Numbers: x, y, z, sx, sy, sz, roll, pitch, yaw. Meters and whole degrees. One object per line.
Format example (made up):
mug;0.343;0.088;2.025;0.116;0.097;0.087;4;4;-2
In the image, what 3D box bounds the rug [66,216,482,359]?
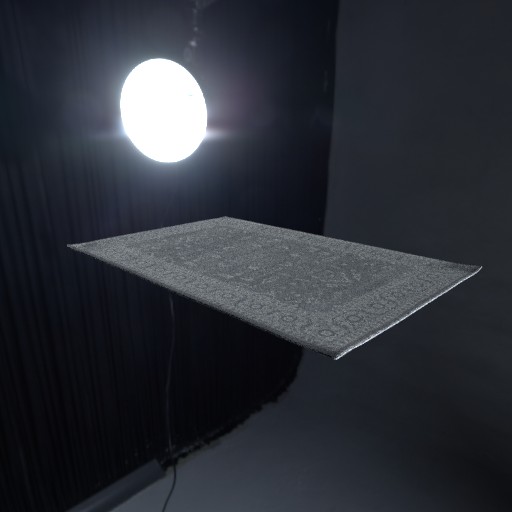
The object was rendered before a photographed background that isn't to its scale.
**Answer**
rug;0.000;0.000;2.300;1.828;0.019;1.209;15;22;42
